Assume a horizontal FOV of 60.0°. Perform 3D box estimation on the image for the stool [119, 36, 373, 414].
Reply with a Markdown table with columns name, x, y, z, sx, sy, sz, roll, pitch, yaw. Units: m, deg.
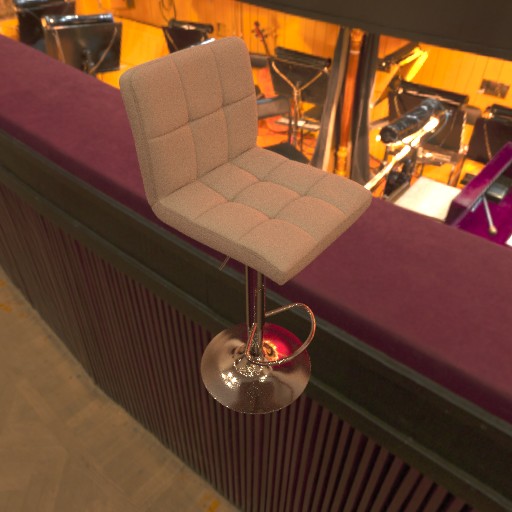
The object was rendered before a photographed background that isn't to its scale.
| name | x | y | z | sx | sy | sz | roll | pitch | yaw |
| --- | --- | --- | --- | --- | --- | --- | --- | --- | --- |
| stool | 0.000 | 0.000 | 1.361 | 0.505 | 1.115 | 0.430 | 28 | 48 | 29 |
